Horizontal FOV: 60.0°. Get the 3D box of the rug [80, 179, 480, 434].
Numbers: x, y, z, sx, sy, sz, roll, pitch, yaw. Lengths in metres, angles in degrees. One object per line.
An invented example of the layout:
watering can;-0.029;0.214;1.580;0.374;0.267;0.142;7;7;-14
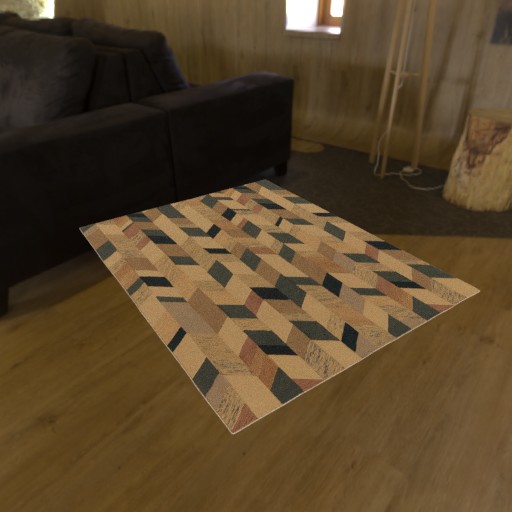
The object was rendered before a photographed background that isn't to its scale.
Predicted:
rug;0.000;0.000;4.187;2.451;0.011;3.072;-20;36;-29
